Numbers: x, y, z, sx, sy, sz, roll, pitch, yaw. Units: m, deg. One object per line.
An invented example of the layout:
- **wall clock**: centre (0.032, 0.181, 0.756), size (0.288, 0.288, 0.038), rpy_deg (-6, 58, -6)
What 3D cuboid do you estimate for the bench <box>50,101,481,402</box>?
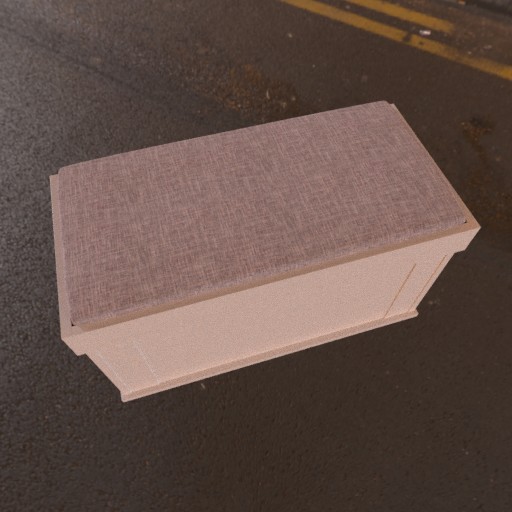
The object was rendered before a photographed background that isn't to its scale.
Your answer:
- **bench**: centre (0.000, 0.000, 1.001), size (0.734, 0.461, 0.362), rpy_deg (-14, 59, -9)
